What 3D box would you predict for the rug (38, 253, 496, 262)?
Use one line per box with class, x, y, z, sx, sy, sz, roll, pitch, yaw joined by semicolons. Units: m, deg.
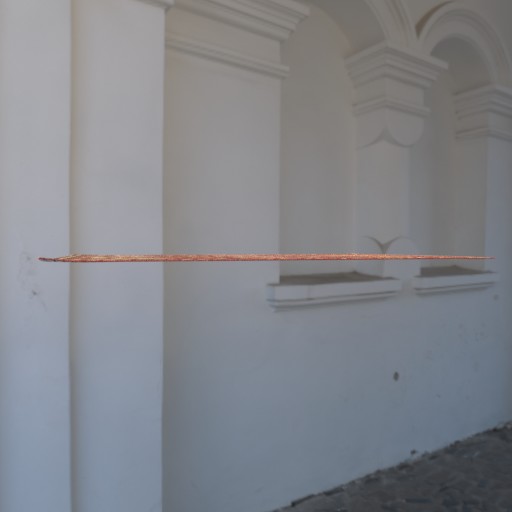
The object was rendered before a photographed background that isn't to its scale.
rug;0.000;0.000;2.797;2.286;0.026;1.521;0;1;-18
